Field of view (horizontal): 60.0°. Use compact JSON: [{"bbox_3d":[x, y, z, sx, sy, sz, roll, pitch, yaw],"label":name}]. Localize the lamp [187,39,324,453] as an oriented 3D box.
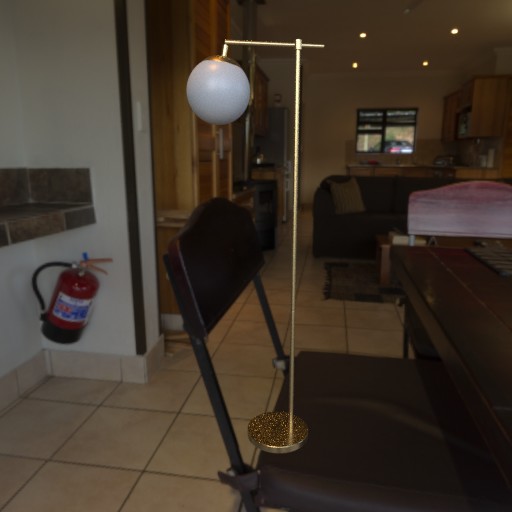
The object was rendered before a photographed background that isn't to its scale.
[{"bbox_3d":[0.000,0.000,1.656,0.476,1.505,0.249,-2,12,-9],"label":"lamp"}]
